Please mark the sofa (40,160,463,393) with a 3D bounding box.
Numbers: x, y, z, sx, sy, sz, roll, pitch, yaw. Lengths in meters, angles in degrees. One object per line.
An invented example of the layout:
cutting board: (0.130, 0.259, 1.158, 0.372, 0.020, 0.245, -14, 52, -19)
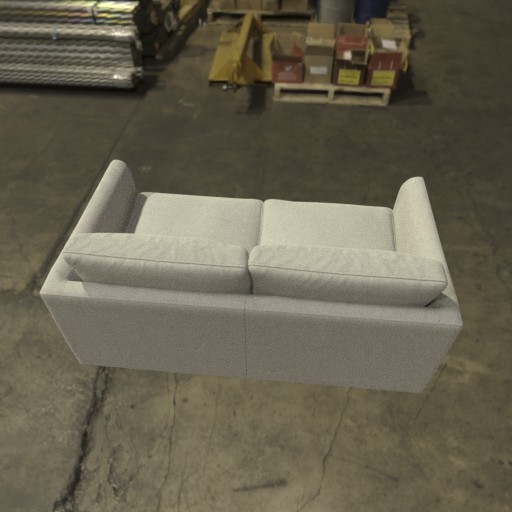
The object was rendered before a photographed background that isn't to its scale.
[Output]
sofa: (0.000, 0.000, 2.483, 1.905, 0.839, 1.091, 4, 47, 4)
